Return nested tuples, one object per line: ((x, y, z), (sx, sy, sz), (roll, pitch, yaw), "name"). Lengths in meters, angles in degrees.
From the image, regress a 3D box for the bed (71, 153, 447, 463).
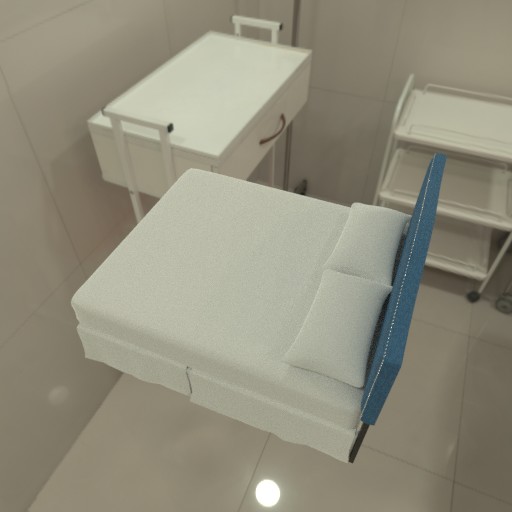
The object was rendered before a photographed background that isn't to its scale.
((0.000, 0.000, 2.823), (1.872, 1.169, 1.610), (17, 48, 16), "bed")
